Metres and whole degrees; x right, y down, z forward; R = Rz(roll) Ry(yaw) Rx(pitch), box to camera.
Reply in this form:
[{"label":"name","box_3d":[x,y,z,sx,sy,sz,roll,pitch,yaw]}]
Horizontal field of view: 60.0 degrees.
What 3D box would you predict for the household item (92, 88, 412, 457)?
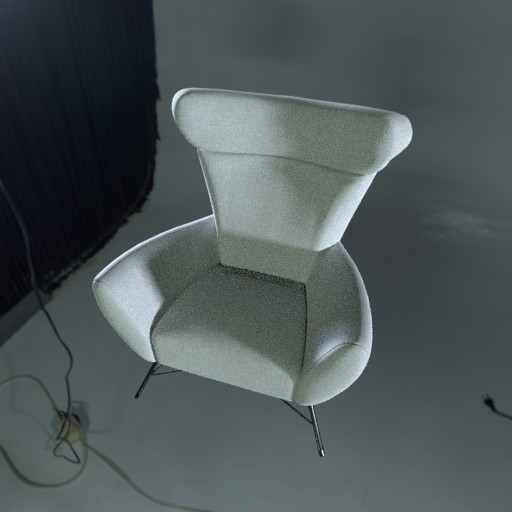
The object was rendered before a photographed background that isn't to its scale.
[{"label":"household item","box_3d":[0.000,0.000,1.762,0.980,1.050,0.900,12,41,14]}]
